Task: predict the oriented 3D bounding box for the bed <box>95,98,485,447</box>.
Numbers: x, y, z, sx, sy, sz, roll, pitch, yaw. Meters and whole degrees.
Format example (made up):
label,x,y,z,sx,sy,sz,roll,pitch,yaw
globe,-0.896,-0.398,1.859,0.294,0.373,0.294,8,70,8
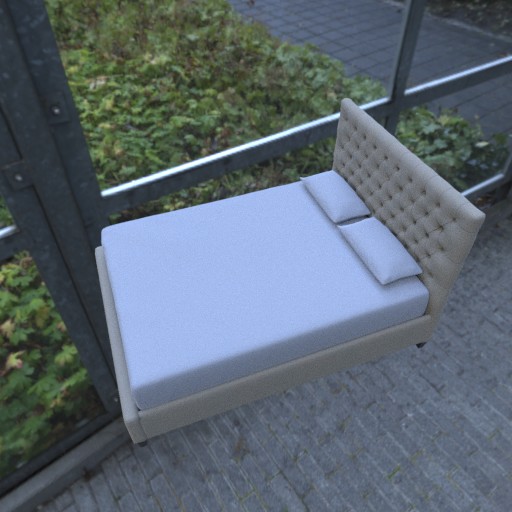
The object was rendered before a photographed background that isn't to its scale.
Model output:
label,x,y,z,sx,sy,sz,roll,pitch,yaw
bed,0.000,0.000,3.408,2.387,1.427,1.698,-15,47,-15
